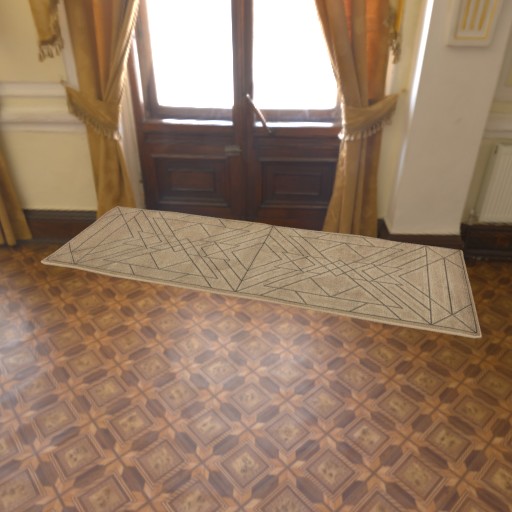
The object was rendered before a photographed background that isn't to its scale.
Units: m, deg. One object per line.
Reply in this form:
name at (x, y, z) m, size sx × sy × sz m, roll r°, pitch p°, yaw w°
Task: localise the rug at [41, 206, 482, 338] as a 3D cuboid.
rug at (0.000, 0.000, 2.641) m, size 2.381 × 0.036 × 0.831 m, roll 8°, pitch 32°, yaw 14°
